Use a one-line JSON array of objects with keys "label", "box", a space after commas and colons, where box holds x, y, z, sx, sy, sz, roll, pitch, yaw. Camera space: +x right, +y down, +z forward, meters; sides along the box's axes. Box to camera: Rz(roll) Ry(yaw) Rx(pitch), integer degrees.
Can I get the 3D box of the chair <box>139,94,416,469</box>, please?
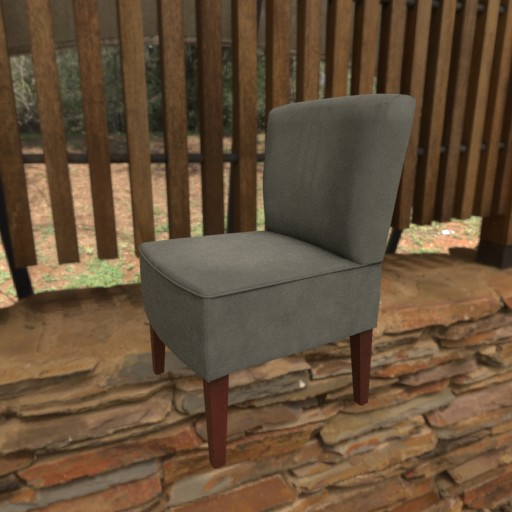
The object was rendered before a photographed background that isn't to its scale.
[{"label": "chair", "box": [0.000, 0.000, 1.172, 0.554, 0.806, 0.521, -8, 17, -28]}]
